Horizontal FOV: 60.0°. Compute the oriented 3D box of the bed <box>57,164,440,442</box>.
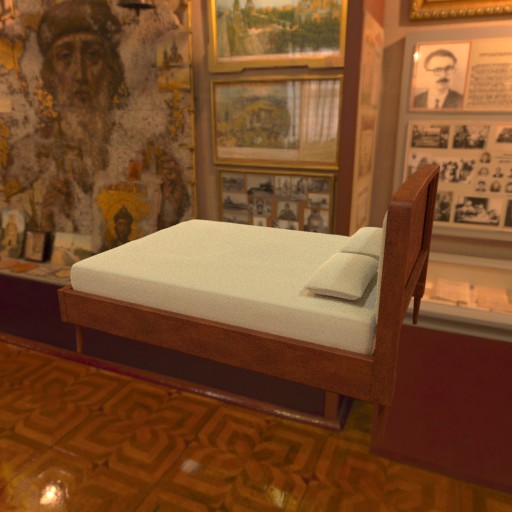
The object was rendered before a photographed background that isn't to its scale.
[{"bbox_3d":[0.000,0.000,3.156,2.196,1.275,1.587,8,20,24],"label":"bed"}]
